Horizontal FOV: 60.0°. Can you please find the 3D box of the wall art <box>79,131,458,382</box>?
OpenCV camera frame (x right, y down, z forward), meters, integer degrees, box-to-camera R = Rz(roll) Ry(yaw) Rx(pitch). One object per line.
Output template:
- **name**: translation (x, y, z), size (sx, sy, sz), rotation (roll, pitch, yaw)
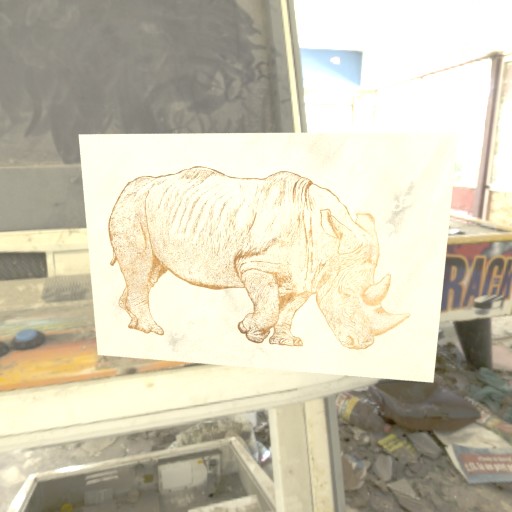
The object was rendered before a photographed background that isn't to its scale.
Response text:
- **wall art**: translation (0.000, 0.000, 1.145), size (0.915, 0.610, 0.038), rotation (2, 13, 10)
